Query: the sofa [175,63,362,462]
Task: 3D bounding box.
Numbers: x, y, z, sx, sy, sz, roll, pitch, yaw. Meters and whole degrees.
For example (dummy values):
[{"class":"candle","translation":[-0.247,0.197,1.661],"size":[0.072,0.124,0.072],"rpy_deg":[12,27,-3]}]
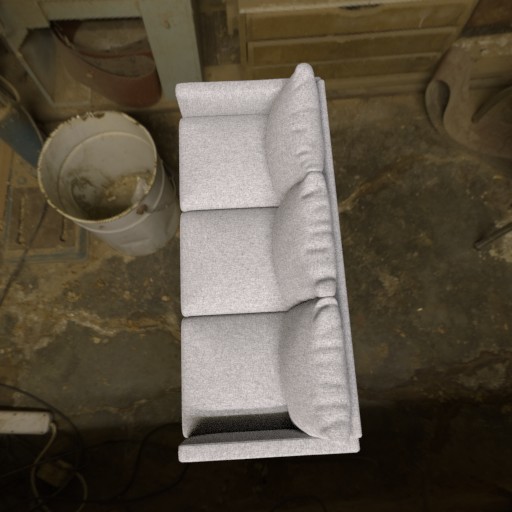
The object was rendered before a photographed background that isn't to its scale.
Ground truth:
[{"class":"sofa","translation":[0.000,0.000,2.427],"size":[0.850,0.830,2.000],"rpy_deg":[-3,75,-1]}]
